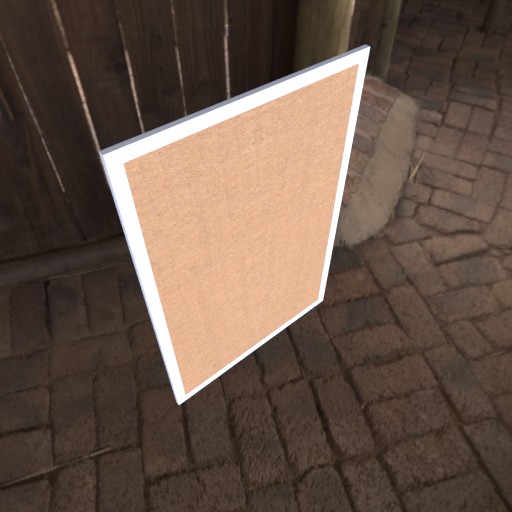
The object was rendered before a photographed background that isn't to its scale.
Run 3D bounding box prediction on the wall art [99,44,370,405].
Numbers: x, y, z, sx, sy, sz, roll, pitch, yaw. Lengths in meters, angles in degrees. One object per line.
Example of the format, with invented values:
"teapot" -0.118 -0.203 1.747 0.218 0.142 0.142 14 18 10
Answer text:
"wall art" 0.000 0.000 1.227 0.660 0.965 0.015 -31 55 -25
